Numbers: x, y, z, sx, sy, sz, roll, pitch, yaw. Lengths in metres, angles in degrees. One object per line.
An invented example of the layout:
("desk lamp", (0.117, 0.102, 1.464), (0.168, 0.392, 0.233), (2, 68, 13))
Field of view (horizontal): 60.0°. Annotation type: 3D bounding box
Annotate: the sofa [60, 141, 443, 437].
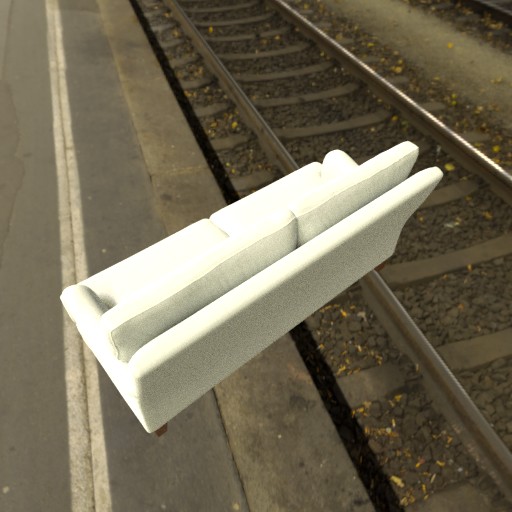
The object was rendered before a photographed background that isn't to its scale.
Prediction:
("sofa", (0.000, 0.000, 2.789), (2.193, 1.096, 1.069), (-31, 53, -27))
